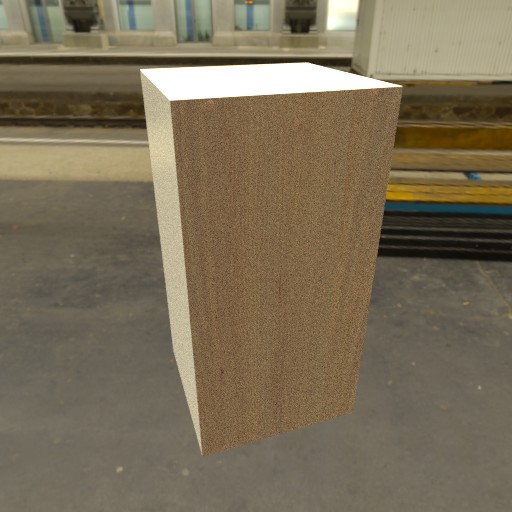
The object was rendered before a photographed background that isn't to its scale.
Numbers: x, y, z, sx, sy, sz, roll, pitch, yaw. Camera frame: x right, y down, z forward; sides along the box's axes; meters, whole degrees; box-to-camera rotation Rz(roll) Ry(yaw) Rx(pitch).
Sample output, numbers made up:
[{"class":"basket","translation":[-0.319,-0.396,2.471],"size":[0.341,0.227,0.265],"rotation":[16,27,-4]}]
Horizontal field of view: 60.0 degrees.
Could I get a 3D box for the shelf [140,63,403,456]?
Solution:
[{"class":"shelf","translation":[0.000,0.000,0.786],"size":[0.297,0.594,0.290],"rotation":[-10,31,-17]}]
